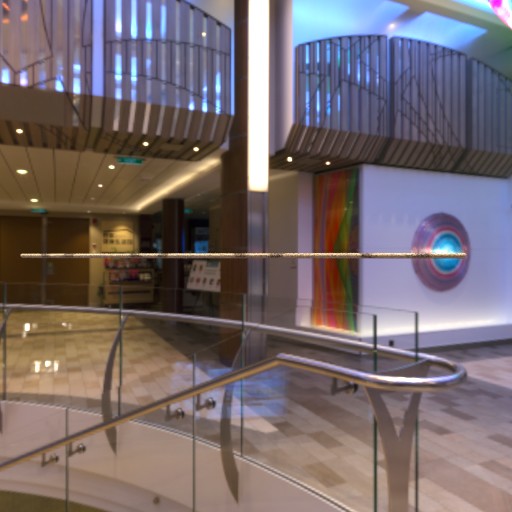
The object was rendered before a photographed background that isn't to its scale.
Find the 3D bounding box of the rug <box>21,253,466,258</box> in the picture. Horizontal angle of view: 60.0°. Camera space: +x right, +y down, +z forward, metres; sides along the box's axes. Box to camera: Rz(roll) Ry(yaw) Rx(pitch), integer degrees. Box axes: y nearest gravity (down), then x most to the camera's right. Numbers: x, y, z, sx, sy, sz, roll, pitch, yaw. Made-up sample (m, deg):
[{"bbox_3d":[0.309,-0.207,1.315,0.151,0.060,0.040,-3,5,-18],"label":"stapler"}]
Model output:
[{"bbox_3d":[0.000,0.000,3.333,2.701,0.026,1.801,0,0,20],"label":"rug"}]
